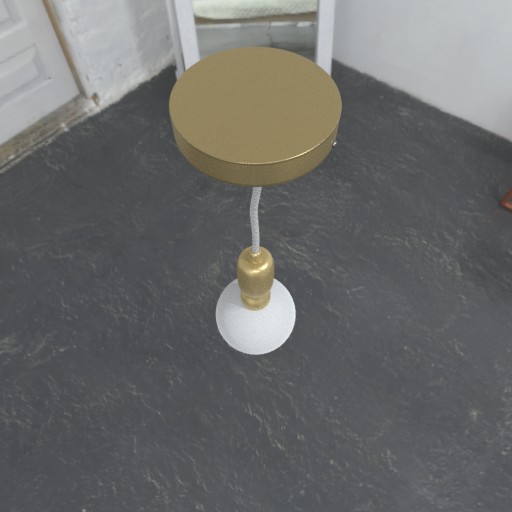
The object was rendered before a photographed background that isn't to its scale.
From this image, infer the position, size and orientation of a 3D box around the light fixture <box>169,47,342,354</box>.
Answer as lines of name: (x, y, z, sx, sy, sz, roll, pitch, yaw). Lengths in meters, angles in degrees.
light fixture: (0.000, 0.000, 0.588, 0.147, 0.510, 0.146, 14, 60, 8)
